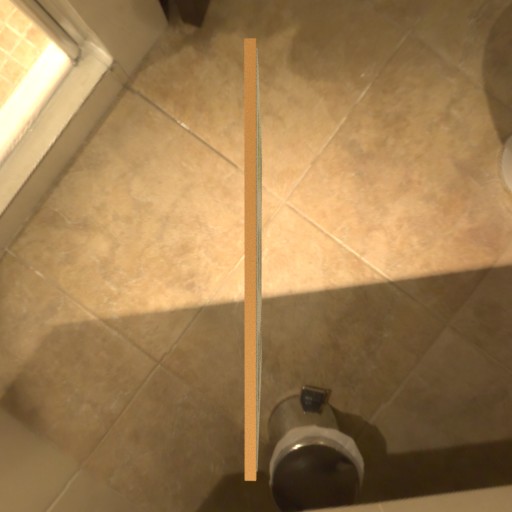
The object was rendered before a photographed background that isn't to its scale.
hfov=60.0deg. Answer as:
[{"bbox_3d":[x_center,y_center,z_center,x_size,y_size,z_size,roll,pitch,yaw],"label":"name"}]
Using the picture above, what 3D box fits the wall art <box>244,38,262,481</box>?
[{"bbox_3d":[0.000,0.000,0.684,0.013,0.455,0.457,0,92,1],"label":"wall art"}]
